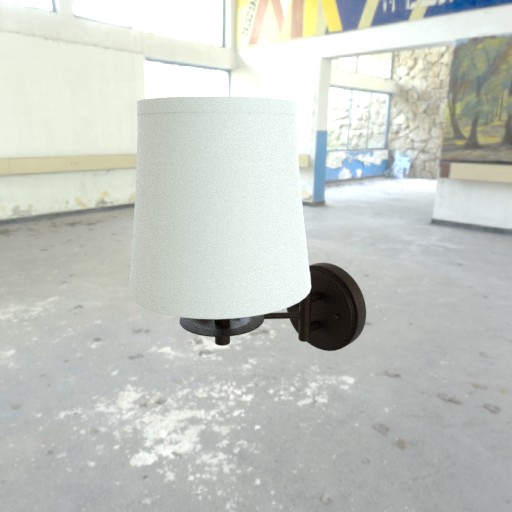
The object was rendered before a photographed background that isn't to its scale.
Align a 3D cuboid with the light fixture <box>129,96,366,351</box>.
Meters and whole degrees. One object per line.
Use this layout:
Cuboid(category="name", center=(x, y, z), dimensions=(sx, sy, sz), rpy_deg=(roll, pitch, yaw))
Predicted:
Cuboid(category="light fixture", center=(0.000, 0.000, 0.266), dimensions=(0.100, 0.172, 0.157), rpy_deg=(14, 21, 42))
